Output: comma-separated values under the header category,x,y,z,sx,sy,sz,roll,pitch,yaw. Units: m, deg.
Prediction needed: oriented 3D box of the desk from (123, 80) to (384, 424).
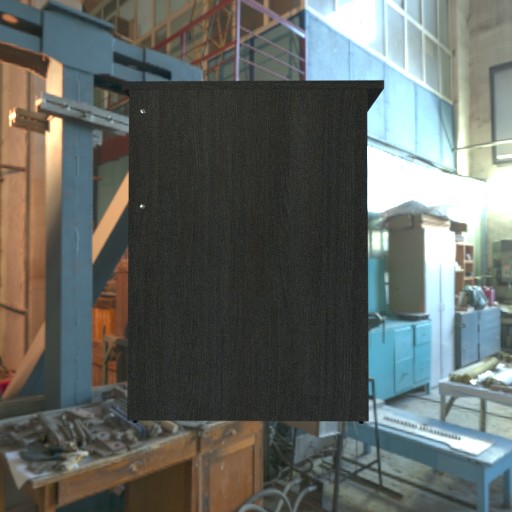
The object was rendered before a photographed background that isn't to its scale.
category,x,y,z,sx,sy,sz,roll,pitch,yaw
desk,0.000,0.000,1.488,0.560,0.730,1.096,0,-1,1
